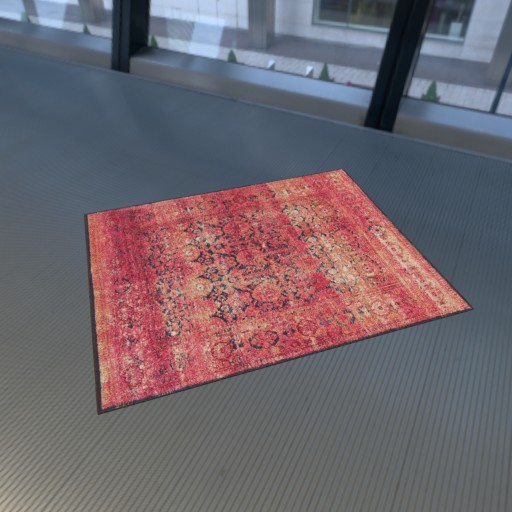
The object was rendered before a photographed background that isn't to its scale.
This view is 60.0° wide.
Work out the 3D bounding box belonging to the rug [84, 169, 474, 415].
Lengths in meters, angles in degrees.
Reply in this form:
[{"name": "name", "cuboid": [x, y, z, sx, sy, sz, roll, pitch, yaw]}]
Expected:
[{"name": "rug", "cuboid": [0.000, 0.000, 4.177, 3.032, 0.020, 2.411, -12, 42, -14]}]
